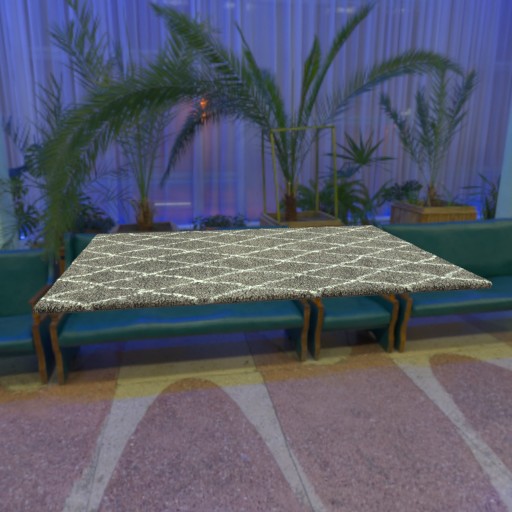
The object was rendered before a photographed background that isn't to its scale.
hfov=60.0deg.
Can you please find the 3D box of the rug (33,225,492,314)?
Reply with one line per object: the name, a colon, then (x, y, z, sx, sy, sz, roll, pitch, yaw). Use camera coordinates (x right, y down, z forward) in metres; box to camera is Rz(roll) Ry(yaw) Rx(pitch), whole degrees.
rug: (0.000, 0.000, 2.262, 1.778, 0.030, 1.219, -2, 15, -9)
